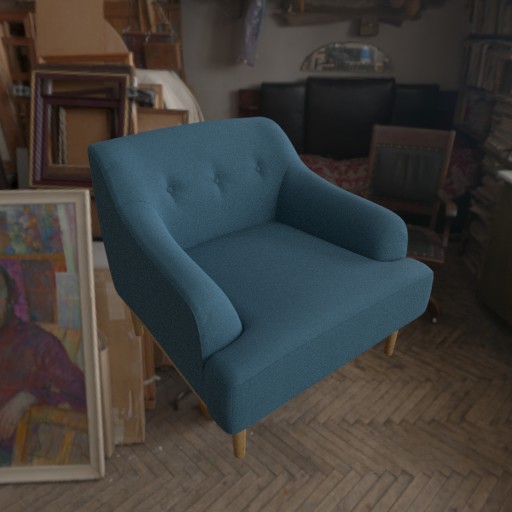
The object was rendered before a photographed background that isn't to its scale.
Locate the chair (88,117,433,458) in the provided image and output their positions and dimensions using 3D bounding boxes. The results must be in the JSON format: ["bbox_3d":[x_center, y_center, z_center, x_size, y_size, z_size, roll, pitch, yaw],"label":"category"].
[{"bbox_3d":[0.000,0.000,1.650,0.946,0.818,0.951,-21,35,-33],"label":"chair"}]
